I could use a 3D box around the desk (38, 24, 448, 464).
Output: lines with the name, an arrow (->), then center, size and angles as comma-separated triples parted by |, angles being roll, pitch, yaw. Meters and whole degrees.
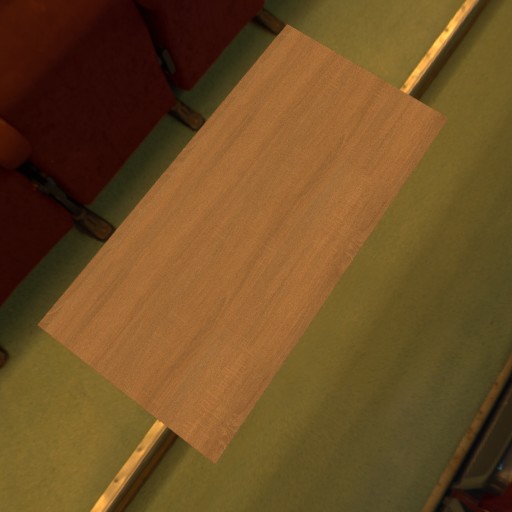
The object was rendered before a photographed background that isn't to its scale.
desk -> 0.000, 0.000, 1.425 | 0.495, 0.762, 0.991 | 34, 78, 9
